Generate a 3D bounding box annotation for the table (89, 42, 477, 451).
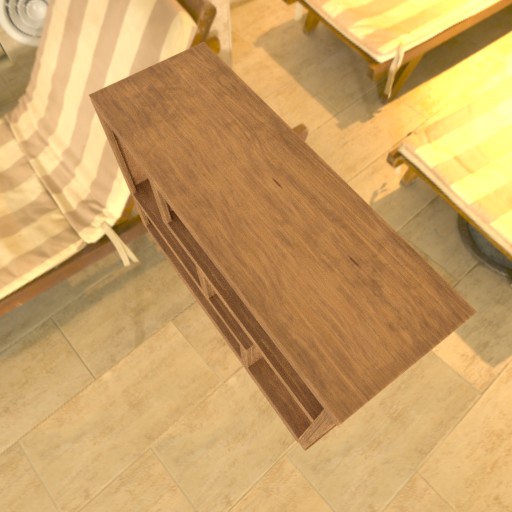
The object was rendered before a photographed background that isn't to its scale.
[{"bbox_3d":[0.000,0.000,1.509,0.410,0.771,1.151,-33,67,-16],"label":"table"}]
